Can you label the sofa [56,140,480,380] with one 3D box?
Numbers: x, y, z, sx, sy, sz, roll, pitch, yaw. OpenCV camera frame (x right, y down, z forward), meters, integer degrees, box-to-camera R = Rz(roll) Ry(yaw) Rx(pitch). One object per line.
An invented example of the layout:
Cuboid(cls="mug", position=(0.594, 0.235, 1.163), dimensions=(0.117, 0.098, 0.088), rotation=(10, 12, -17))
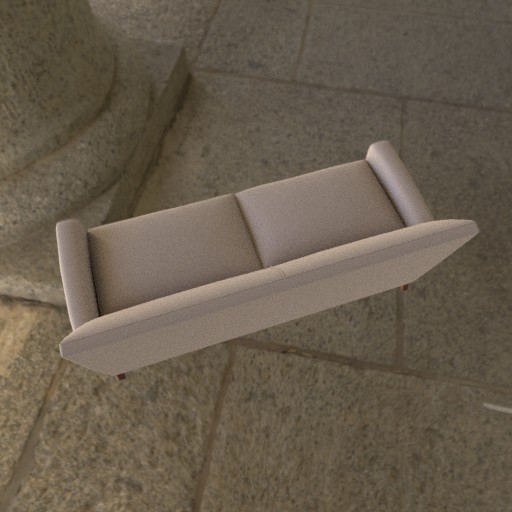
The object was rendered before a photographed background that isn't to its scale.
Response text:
Cuboid(cls="sofa", position=(0.000, 0.000, 2.457), dimensions=(2.000, 0.846, 0.875), rotation=(-16, 60, -9))
